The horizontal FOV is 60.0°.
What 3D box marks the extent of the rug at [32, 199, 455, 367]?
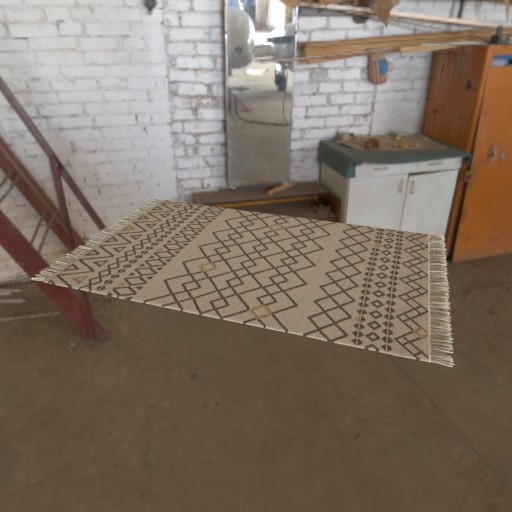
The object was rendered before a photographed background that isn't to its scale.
[{"bbox_3d":[0.000,0.000,2.474,2.023,0.028,1.224,9,29,17],"label":"rug"}]
